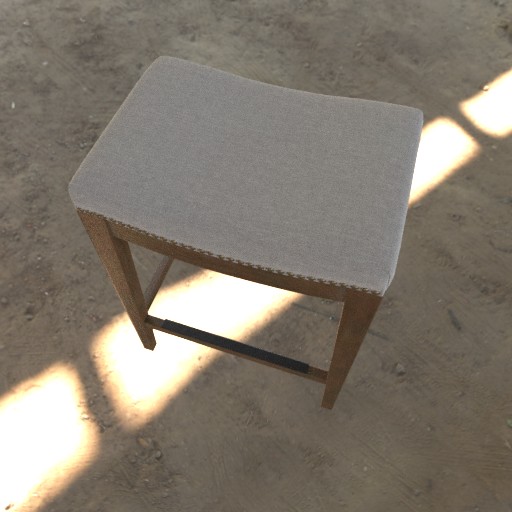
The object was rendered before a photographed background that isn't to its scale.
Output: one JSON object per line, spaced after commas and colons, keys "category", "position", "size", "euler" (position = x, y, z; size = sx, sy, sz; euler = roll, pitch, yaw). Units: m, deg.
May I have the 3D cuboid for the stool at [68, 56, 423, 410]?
{"category": "stool", "position": [0.000, 0.000, 0.944], "size": [0.508, 0.660, 0.356], "euler": [16, 60, 9]}
